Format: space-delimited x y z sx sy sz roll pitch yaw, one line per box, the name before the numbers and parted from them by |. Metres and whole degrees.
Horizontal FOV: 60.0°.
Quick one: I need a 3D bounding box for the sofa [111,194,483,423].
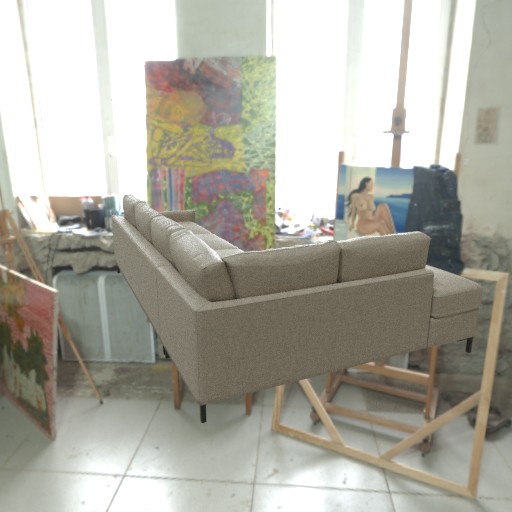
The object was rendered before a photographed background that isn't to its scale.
sofa | 0.000 0.000 3.104 1.617 0.703 2.423 -7 17 -24
